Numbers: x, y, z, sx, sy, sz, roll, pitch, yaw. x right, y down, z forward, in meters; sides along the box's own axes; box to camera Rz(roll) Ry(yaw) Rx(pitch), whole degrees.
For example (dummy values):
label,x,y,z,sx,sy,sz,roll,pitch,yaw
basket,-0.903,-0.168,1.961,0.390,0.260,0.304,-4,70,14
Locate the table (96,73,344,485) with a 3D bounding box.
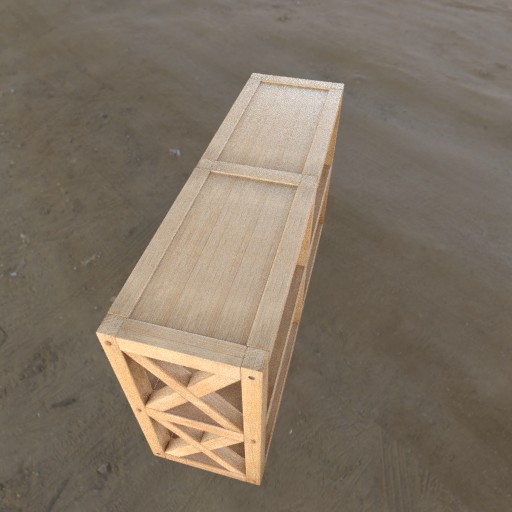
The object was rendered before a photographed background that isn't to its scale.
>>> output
label,x,y,z,sx,sy,sz,roll,pitch,yaw
table,0.000,0.000,1.647,0.381,0.762,1.320,11,48,10
